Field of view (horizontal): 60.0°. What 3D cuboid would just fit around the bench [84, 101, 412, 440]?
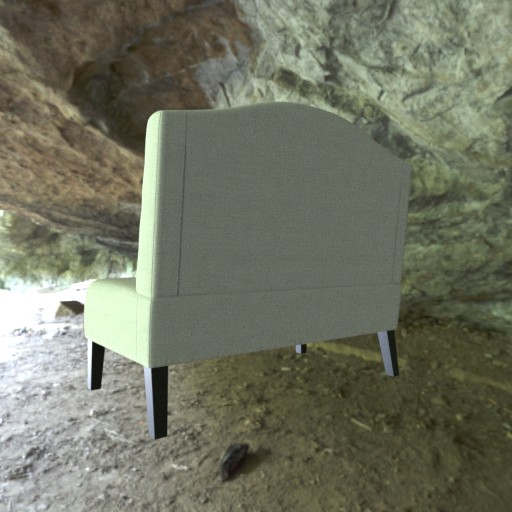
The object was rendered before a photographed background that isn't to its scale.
[{"bbox_3d":[0.000,0.000,2.060,1.335,1.180,0.815,0,0,-37],"label":"bench"}]
